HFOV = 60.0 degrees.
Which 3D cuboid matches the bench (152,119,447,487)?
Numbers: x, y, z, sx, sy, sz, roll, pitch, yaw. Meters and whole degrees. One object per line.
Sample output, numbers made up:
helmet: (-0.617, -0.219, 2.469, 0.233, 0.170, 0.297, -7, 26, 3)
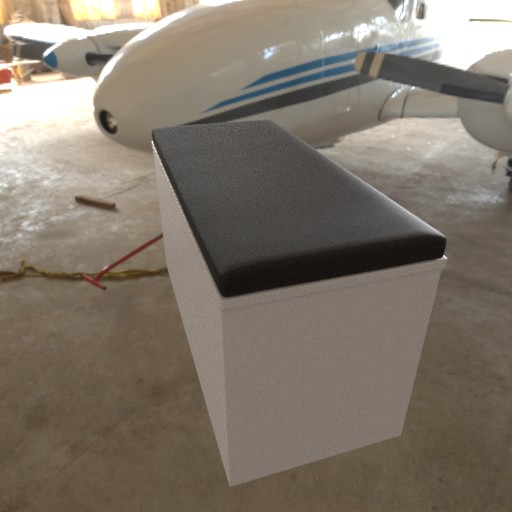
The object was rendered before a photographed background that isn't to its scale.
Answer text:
bench: (0.000, 0.000, 1.175, 0.401, 0.500, 0.899, -9, 31, -15)
